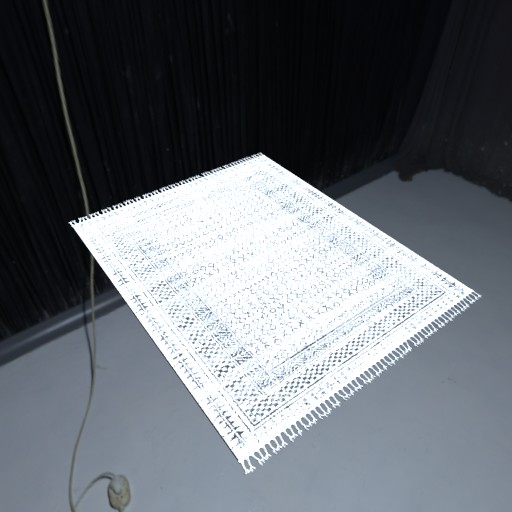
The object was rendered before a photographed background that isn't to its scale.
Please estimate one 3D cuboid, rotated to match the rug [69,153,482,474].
[{"bbox_3d":[0.000,0.000,3.866,2.312,0.013,2.940,-26,48,-27],"label":"rug"}]
